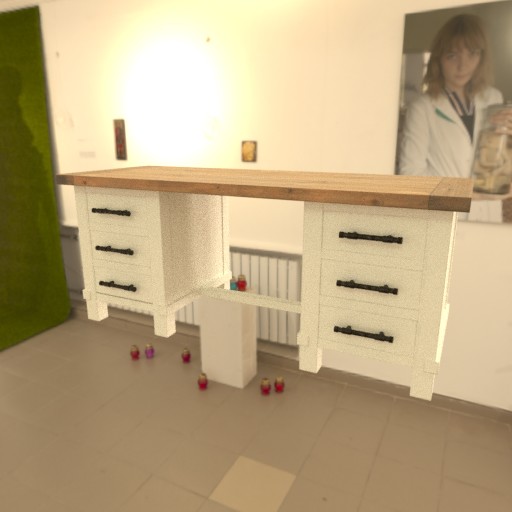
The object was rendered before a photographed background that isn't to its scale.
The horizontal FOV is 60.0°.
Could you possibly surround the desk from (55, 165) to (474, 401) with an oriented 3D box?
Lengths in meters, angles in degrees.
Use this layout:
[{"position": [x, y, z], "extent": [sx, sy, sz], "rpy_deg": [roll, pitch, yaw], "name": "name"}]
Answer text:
[{"position": [0.000, 0.000, 2.136], "extent": [1.803, 0.760, 0.688], "rpy_deg": [7, 17, 25], "name": "desk"}]
